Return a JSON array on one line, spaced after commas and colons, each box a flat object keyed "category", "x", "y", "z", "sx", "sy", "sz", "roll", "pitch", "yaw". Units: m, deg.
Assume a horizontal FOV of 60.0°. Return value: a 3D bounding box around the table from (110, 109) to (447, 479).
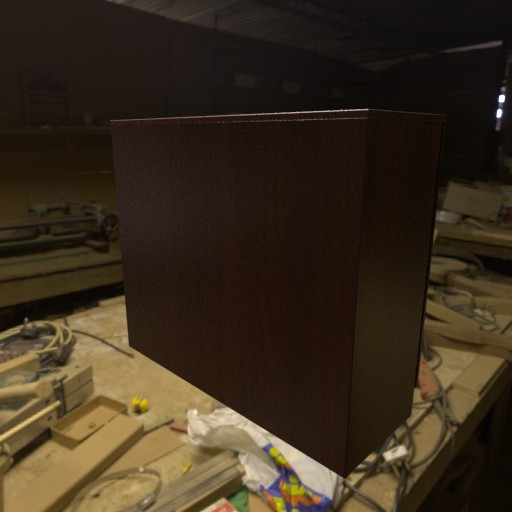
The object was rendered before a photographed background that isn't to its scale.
[{"category": "table", "x": 0.000, "y": 0.000, "z": 1.333, "sx": 0.930, "sy": 0.790, "sz": 0.380, "roll": 14, "pitch": 21, "yaw": 42}]
